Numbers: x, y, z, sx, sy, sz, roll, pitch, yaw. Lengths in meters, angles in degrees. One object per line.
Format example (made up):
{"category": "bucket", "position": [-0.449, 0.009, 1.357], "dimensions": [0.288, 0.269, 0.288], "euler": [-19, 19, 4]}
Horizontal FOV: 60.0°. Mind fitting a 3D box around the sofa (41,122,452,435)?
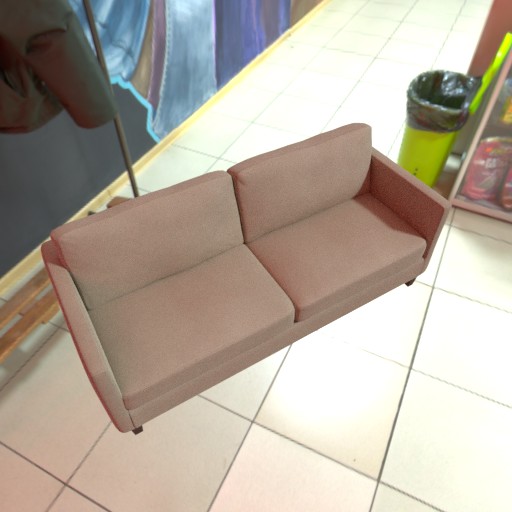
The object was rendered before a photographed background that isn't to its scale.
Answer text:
{"category": "sofa", "position": [0.000, 0.000, 2.661], "dimensions": [2.181, 0.932, 0.948], "euler": [-24, 51, -21]}
